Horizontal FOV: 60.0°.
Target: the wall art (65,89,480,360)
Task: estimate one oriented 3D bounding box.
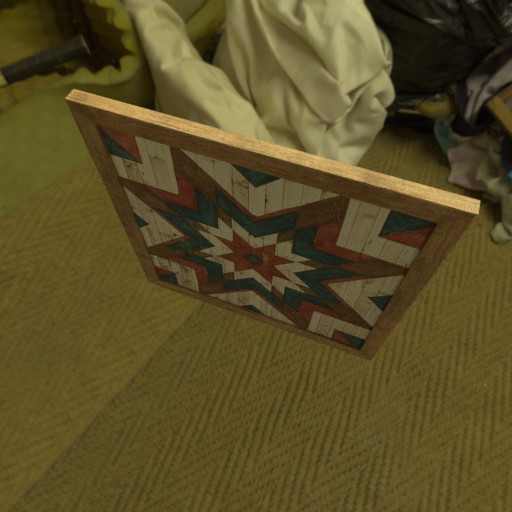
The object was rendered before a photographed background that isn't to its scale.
[{"bbox_3d":[0.000,0.000,1.005,0.695,0.691,0.029,18,61,10],"label":"wall art"}]
